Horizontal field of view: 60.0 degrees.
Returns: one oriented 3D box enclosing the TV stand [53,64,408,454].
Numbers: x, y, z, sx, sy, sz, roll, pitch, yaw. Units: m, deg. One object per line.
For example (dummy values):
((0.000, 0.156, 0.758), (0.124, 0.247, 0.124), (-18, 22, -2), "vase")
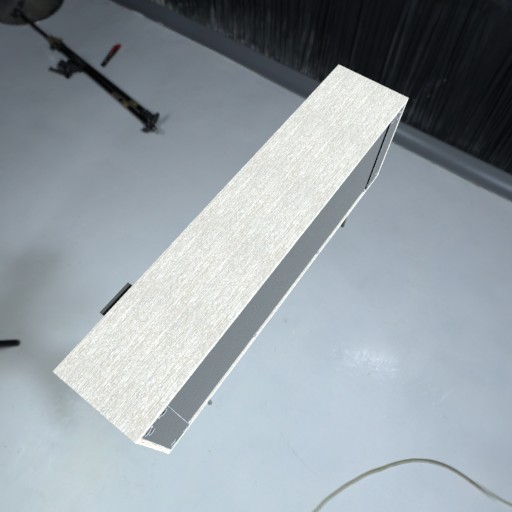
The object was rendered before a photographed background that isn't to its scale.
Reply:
((0.000, 0.000, 2.094), (0.405, 0.787, 1.804), (33, 68, 16), "TV stand")
